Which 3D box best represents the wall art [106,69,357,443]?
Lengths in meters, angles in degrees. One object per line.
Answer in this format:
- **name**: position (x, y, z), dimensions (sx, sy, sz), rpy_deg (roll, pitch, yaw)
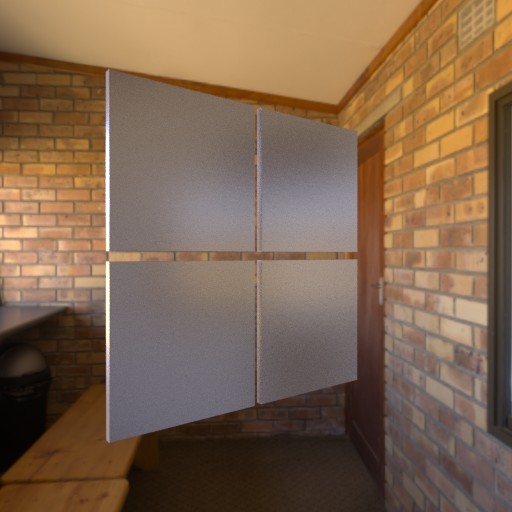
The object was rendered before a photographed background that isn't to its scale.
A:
- **wall art**: position (0.000, 0.000, 1.672), dimensions (1.118, 1.118, 0.029), rpy_deg (0, 0, -37)
